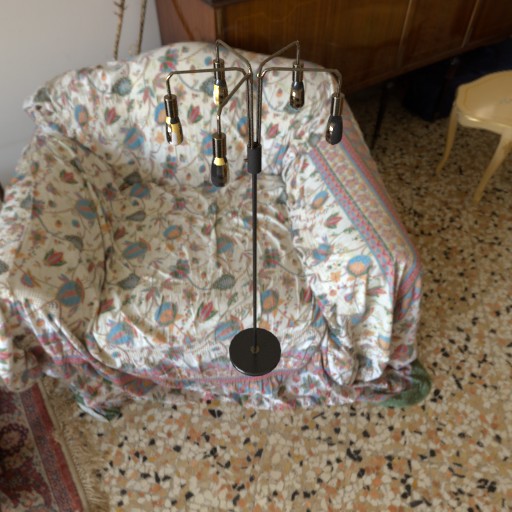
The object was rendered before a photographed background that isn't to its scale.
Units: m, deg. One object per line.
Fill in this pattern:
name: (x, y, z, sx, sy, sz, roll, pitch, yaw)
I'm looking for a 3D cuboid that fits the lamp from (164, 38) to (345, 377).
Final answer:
lamp: (0.000, 0.000, 2.003, 0.572, 1.721, 0.599, 15, 49, 14)
